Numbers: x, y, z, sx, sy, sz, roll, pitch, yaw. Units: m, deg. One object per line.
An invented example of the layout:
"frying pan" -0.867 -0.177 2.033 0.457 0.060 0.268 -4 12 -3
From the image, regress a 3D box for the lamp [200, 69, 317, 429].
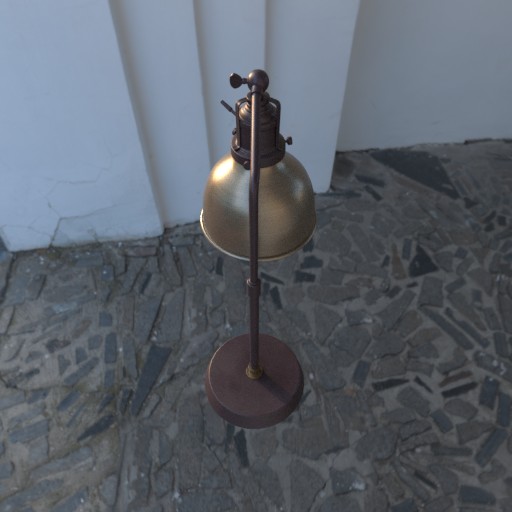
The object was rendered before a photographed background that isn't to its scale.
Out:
"lamp" 0.000 0.000 0.610 0.175 0.469 0.298 4 48 4
